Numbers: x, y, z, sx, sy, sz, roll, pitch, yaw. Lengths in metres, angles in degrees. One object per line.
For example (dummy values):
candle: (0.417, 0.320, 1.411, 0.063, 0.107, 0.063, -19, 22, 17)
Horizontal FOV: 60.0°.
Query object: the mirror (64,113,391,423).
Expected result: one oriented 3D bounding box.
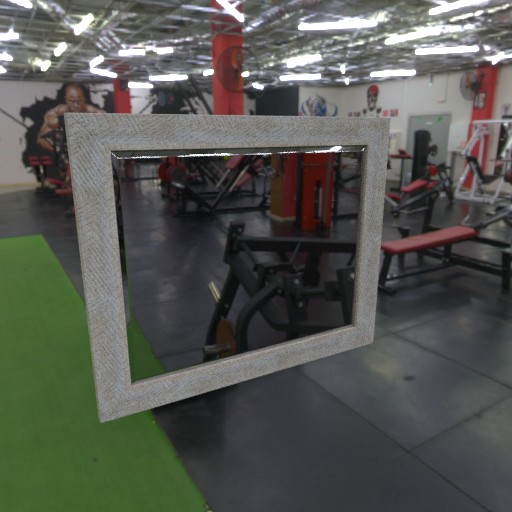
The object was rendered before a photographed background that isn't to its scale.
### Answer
mirror: (0.000, 0.000, 1.139, 0.839, 0.689, 0.028, -8, 18, -28)
